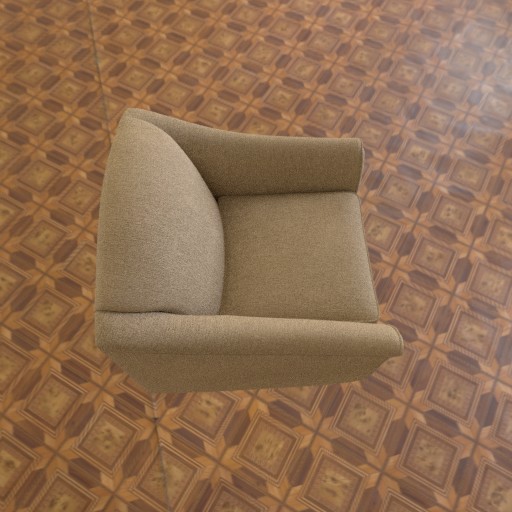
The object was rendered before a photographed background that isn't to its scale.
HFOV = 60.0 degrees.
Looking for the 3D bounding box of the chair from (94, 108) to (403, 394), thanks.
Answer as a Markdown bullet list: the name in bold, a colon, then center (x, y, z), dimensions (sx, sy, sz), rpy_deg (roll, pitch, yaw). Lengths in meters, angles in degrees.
- **chair**: center (0.000, 0.000, 1.457), dimensions (0.787, 0.839, 0.763), rpy_deg (-2, 62, -1)
